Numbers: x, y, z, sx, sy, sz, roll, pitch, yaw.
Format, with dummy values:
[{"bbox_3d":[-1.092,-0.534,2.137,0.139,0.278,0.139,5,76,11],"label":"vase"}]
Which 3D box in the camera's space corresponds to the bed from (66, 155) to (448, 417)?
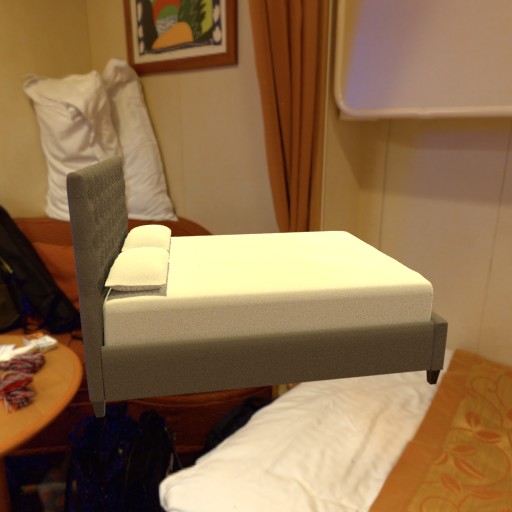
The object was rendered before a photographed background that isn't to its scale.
[{"bbox_3d":[0.000,0.000,3.362,2.233,1.426,1.696,-3,16,-9],"label":"bed"}]
